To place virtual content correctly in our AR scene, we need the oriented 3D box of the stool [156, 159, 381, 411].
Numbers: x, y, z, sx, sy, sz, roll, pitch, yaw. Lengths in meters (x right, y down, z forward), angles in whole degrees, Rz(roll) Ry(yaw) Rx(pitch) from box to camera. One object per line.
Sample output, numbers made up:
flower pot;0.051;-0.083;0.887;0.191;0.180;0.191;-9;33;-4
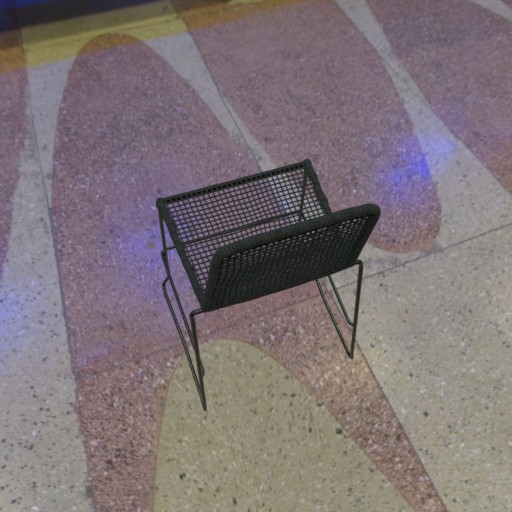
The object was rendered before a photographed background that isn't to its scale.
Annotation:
stool;0.000;0.000;1.243;0.590;0.905;0.509;-17;60;-10
